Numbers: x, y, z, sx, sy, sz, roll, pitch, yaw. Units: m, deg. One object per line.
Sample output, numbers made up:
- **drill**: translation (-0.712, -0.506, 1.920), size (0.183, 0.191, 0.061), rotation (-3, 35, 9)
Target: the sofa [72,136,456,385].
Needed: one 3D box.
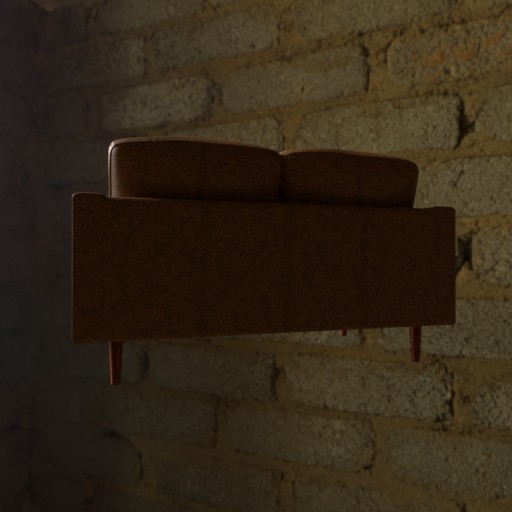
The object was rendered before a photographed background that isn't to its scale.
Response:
- **sofa**: translation (0.000, 0.000, 2.170), size (1.578, 0.951, 0.909), rotation (0, 0, -16)
